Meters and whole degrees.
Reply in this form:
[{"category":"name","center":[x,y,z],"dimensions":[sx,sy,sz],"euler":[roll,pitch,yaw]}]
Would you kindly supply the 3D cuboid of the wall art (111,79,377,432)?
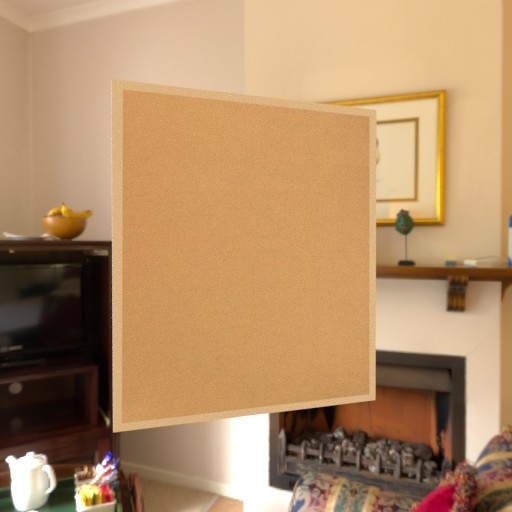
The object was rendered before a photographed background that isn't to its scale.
[{"category":"wall art","center":[0.000,0.000,0.780],"dimensions":[0.482,0.557,0.012],"euler":[0,1,-18]}]
